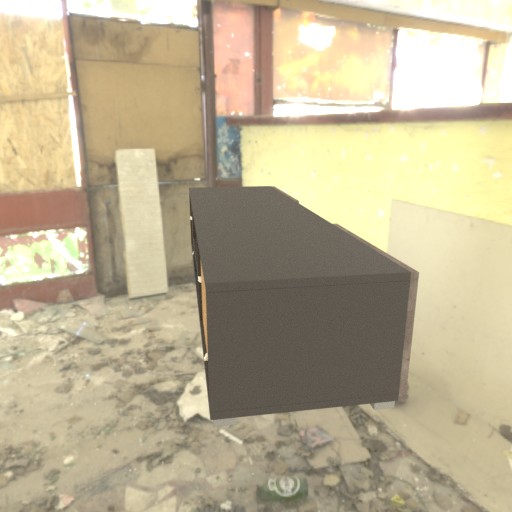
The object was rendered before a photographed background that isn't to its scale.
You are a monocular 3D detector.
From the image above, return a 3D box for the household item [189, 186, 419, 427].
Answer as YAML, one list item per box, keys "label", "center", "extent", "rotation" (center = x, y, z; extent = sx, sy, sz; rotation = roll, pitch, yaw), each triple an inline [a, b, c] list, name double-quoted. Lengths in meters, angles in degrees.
- label: "household item"
  center: [0.000, 0.000, 1.546]
  extent: [0.420, 0.310, 1.400]
  rotation: [-3, 16, -9]
